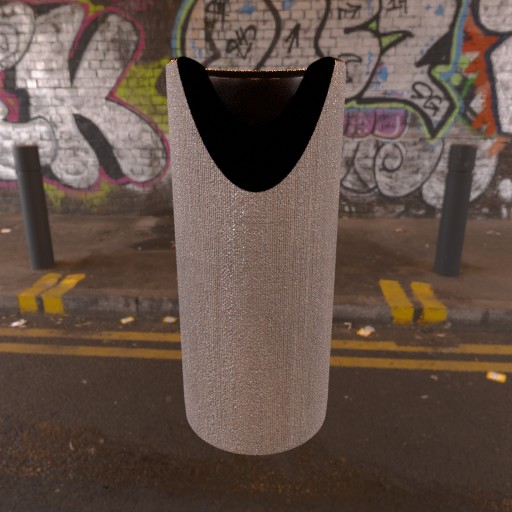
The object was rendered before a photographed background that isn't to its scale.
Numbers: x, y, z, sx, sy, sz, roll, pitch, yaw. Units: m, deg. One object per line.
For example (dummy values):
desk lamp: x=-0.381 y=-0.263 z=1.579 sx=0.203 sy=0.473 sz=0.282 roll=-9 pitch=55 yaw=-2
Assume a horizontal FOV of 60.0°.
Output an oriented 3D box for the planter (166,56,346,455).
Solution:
planter: x=0.000 y=0.000 z=0.128 sx=0.045 sy=0.103 sz=0.045 roll=17 pitch=24 yaw=42
